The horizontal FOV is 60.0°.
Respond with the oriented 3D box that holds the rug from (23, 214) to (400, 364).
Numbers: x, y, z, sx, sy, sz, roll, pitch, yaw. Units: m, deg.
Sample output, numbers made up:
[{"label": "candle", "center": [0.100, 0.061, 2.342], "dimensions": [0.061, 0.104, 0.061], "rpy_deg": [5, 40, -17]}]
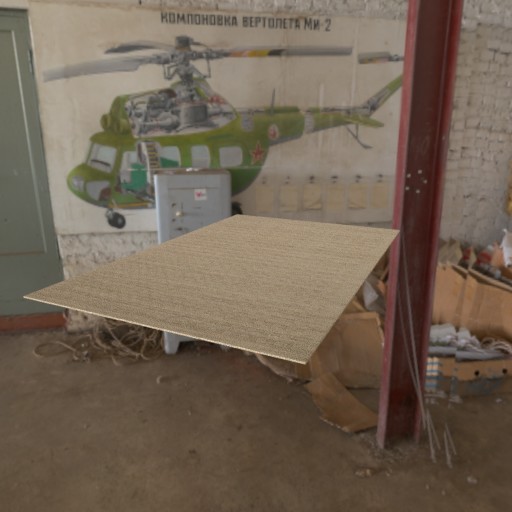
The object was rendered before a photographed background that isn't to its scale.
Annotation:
[{"label": "rug", "center": [0.000, 0.000, 2.223], "dimensions": [1.142, 0.006, 1.752], "rpy_deg": [8, 18, 24]}]
